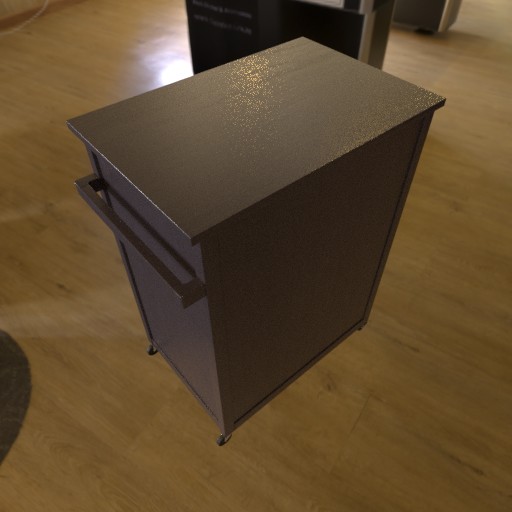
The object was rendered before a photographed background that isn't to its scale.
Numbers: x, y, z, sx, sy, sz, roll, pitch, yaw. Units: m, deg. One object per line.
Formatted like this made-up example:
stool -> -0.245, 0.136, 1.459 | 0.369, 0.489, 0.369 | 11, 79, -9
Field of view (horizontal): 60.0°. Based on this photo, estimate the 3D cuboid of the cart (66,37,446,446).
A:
cart -> 0.000, 0.000, 1.231 | 0.690, 0.878, 0.449 | -32, 54, -26
